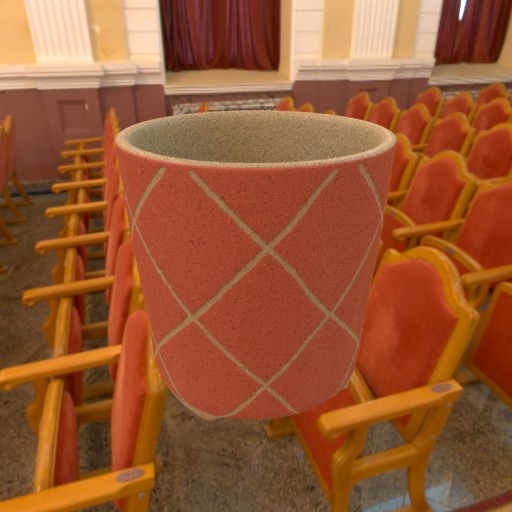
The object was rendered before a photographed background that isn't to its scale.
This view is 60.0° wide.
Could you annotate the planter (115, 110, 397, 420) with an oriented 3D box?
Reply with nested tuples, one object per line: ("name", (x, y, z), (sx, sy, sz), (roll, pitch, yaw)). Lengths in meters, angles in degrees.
("planter", (0.000, 0.000, 0.422), (0.227, 0.235, 0.227), (0, 26, 0))
